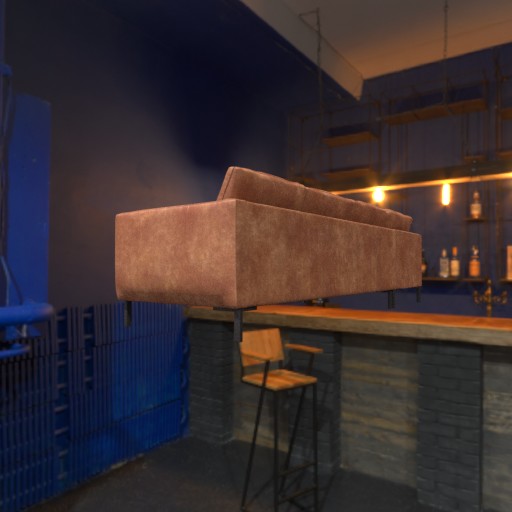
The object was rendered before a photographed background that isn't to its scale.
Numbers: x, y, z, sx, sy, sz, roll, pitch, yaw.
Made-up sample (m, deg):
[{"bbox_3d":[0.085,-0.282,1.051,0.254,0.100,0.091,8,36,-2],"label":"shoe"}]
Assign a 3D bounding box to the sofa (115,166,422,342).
[{"bbox_3d":[0.000,0.000,3.754,1.938,0.877,2.984,-1,-2,36],"label":"sofa"}]
